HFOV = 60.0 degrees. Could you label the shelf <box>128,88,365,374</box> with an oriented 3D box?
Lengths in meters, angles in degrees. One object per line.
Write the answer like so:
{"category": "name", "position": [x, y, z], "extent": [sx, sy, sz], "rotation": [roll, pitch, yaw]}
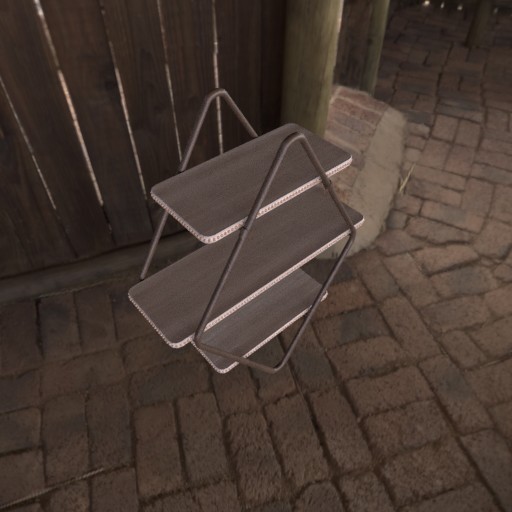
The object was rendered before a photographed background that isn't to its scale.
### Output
{"category": "shelf", "position": [0.000, 0.000, 1.085], "extent": [0.609, 0.774, 0.234], "rotation": [-32, 54, -27]}
